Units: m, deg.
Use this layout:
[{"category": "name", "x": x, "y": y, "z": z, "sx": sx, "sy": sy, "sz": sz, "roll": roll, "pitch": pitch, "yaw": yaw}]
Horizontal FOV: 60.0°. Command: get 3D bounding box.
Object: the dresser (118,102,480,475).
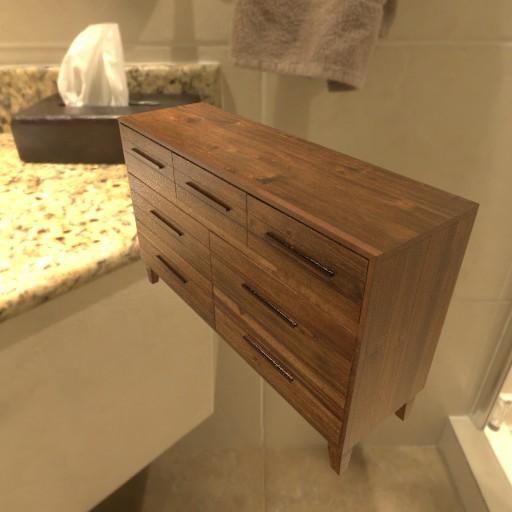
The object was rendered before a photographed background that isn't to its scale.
[{"category": "dresser", "x": 0.000, "y": 0.000, "z": 1.782, "sx": 0.446, "sy": 0.873, "sz": 1.400, "roll": -23, "pitch": 39, "yaw": -31}]
